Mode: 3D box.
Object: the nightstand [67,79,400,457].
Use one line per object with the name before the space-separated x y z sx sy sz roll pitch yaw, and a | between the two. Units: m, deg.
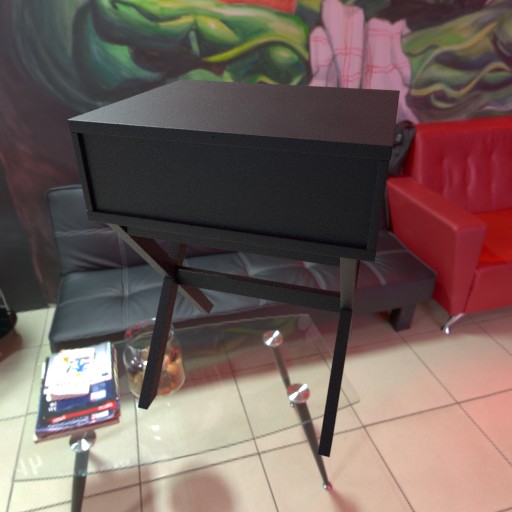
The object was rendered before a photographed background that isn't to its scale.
nightstand | 0.000 0.000 0.936 0.479 0.623 0.402 9 31 15
